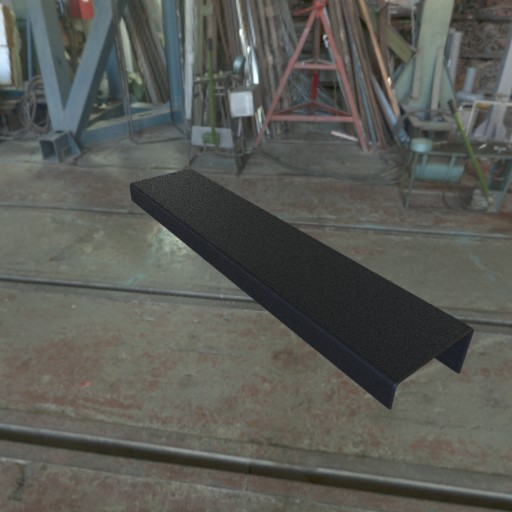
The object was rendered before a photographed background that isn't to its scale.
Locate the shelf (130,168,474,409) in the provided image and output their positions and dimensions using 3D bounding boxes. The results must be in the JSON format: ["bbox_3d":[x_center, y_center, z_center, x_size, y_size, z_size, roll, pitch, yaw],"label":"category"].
[{"bbox_3d":[0.000,0.000,0.500,0.102,0.053,0.456,-21,37,-31],"label":"shelf"}]
